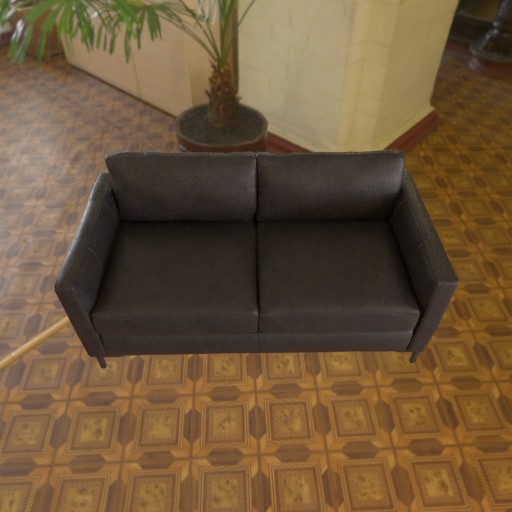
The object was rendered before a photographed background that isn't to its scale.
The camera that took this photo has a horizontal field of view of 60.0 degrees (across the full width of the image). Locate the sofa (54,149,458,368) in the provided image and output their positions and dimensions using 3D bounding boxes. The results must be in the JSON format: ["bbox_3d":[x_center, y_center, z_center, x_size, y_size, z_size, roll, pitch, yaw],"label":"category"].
[{"bbox_3d":[0.000,0.000,2.362,1.805,0.883,0.947,-2,46,-2],"label":"sofa"}]
